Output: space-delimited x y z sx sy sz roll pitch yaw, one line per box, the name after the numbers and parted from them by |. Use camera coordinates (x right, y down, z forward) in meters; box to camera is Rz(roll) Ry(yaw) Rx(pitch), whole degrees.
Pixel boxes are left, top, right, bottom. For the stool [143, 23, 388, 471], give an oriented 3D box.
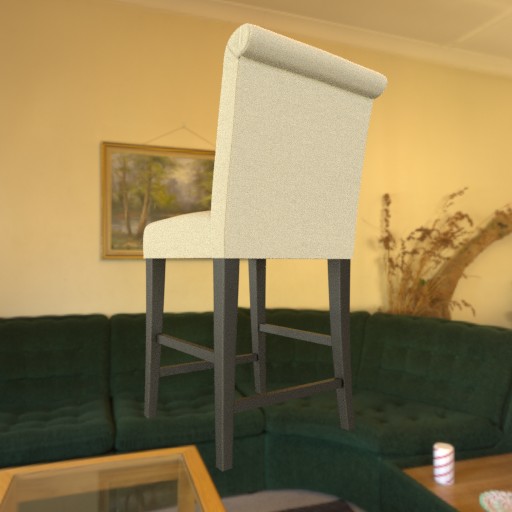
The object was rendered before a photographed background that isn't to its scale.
0.000 0.000 1.270 0.452 0.976 0.597 1 -1 -36 | stool
